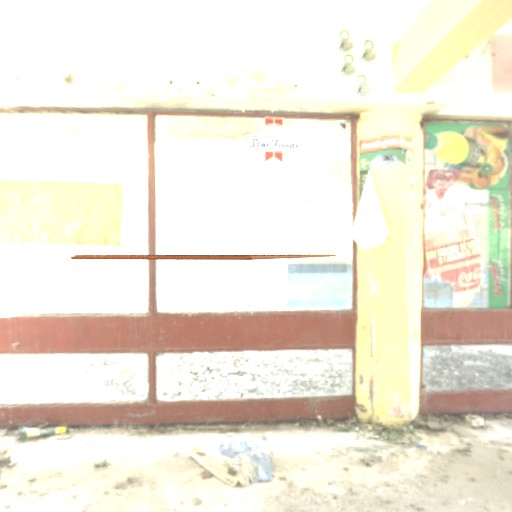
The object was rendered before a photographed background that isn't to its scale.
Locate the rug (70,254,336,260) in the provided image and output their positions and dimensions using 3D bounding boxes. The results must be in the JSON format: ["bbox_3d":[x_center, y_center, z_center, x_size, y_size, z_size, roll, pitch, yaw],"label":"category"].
[{"bbox_3d":[0.000,0.000,2.507,0.651,0.016,2.274,0,0,17],"label":"rug"}]
